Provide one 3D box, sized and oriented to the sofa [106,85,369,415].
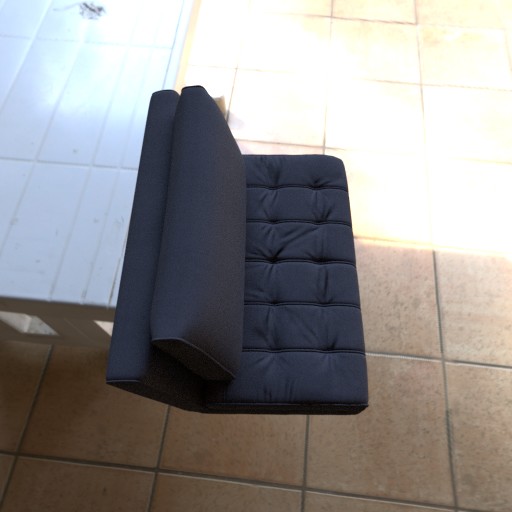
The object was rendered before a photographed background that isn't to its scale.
[{"bbox_3d":[0.000,0.000,1.891,0.910,0.910,1.220,0,63,0],"label":"sofa"}]
